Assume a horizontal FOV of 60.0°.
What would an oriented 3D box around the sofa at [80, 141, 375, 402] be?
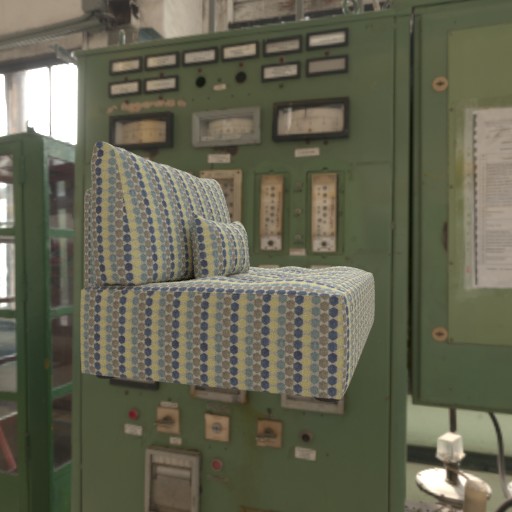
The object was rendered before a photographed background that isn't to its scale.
[{"bbox_3d":[0.000,0.000,2.058,1.000,0.820,1.450,0,0,18],"label":"sofa"}]
